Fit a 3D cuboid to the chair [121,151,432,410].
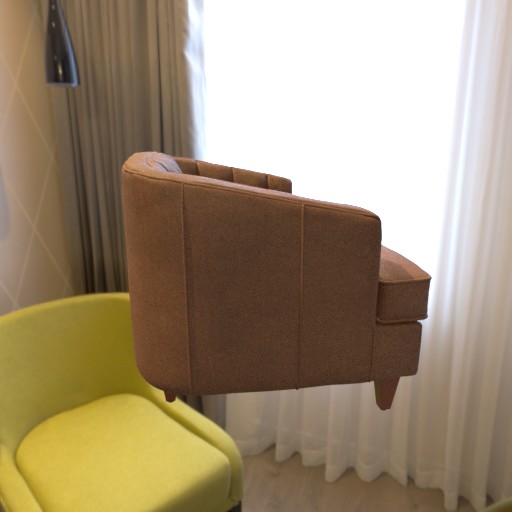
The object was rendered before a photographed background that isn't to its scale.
[{"bbox_3d":[0.000,0.000,1.725,0.914,0.787,1.118,-3,15,-9],"label":"chair"}]
